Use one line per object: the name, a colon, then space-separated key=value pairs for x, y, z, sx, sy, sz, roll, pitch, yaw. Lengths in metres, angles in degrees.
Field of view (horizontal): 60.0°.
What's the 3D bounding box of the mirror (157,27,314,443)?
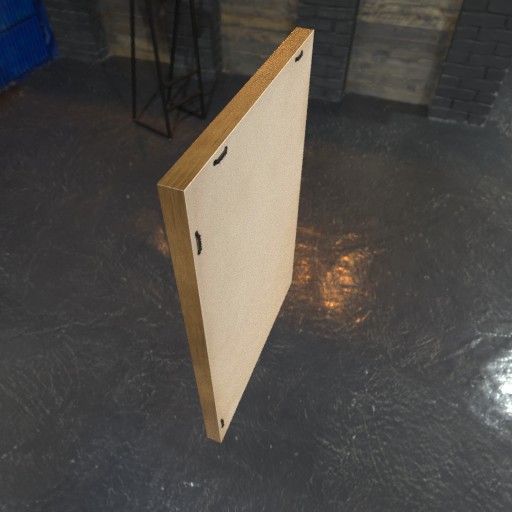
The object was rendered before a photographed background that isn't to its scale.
mirror: x=0.000 y=0.000 z=0.905 sx=0.039 sy=0.711 sz=0.508 roll=16 pitch=48 yaw=15
